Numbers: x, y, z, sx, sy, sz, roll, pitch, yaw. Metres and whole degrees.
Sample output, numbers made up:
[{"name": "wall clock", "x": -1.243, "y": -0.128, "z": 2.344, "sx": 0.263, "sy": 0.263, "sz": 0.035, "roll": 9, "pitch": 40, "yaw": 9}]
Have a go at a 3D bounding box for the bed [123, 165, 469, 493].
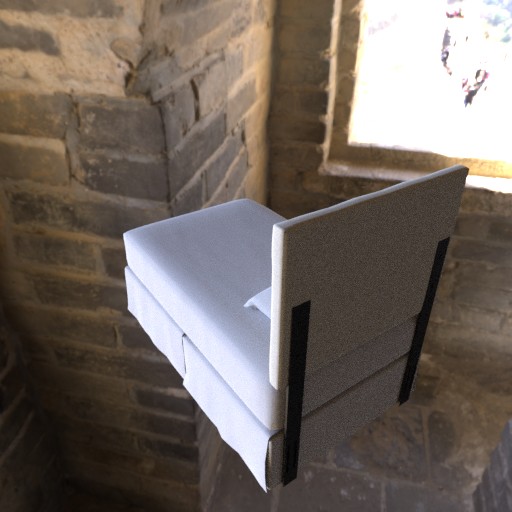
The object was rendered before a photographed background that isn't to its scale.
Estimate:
[{"name": "bed", "x": 0.000, "y": 0.000, "z": 2.923, "sx": 1.261, "sy": 1.571, "sz": 1.997, "roll": -20, "pitch": 36, "yaw": -29}]
